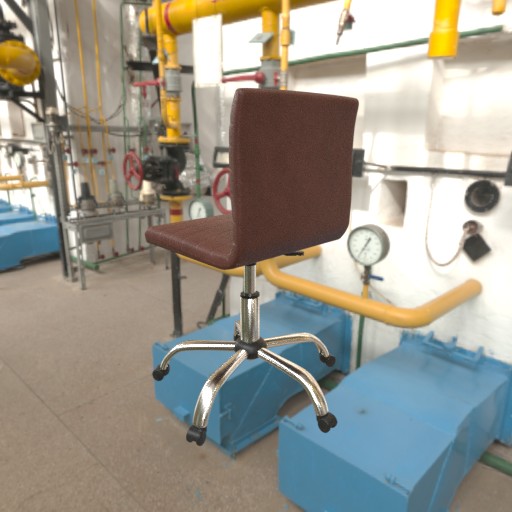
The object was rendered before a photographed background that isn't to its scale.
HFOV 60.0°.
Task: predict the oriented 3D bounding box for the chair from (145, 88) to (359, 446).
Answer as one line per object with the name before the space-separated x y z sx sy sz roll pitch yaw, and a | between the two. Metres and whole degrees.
chair | 0.000 0.000 1.145 0.556 0.780 0.530 -15 21 -42
